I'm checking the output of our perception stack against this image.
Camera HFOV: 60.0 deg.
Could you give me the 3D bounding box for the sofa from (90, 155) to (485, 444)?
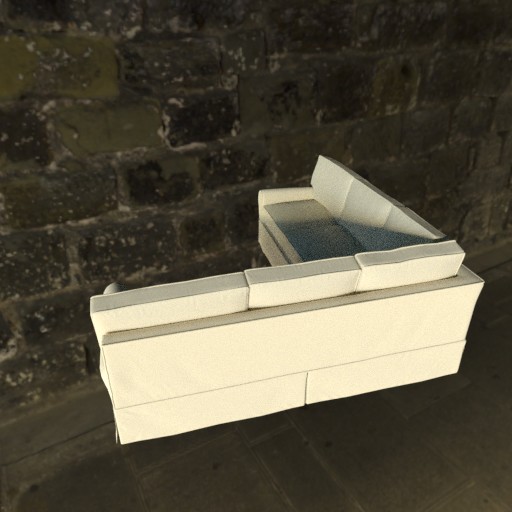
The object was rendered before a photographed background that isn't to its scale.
[{"bbox_3d":[0.000,0.000,3.982,2.597,1.070,2.591,-7,30,-13],"label":"sofa"}]
